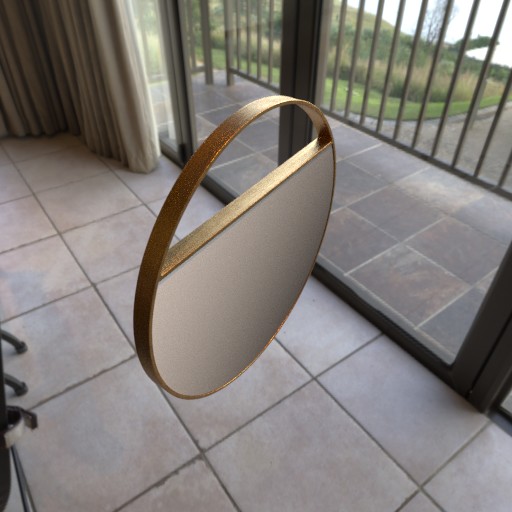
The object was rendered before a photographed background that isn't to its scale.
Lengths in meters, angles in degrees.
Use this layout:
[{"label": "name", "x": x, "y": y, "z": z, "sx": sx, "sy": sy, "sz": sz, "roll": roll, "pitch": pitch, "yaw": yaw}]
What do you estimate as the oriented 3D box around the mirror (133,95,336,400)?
[{"label": "mirror", "x": 0.000, "y": 0.000, "z": 0.822, "sx": 0.032, "sy": 0.565, "sz": 0.565, "roll": 25, "pitch": 46, "yaw": 26}]
